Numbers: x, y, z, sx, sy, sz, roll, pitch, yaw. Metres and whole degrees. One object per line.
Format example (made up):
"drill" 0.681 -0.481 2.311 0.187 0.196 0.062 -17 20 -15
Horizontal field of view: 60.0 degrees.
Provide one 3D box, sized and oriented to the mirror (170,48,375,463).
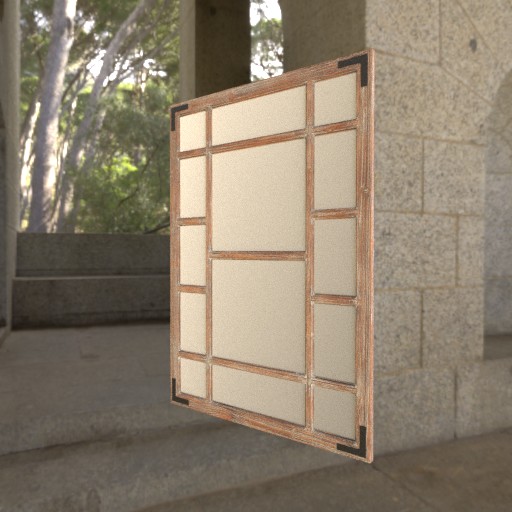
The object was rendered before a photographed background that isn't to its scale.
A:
"mirror" 0.000 0.000 1.281 0.705 0.996 0.025 1 1 37
